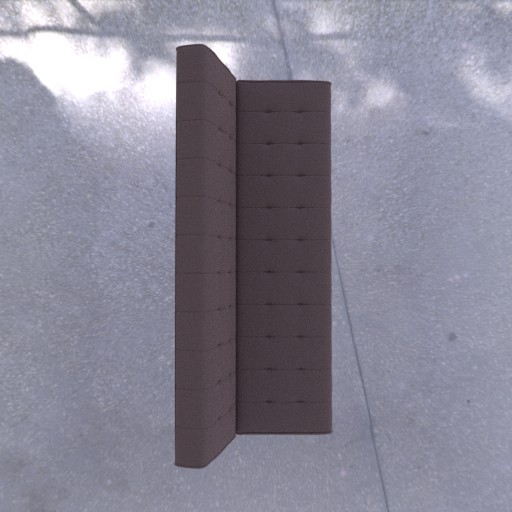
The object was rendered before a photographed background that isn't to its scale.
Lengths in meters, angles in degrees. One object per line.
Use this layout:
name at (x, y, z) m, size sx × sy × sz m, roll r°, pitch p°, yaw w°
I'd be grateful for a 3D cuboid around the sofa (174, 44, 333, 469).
sofa at (0.000, 0.000, 2.113) m, size 0.747 × 0.699 × 1.703 m, roll 0°, pitch 89°, yaw 1°
